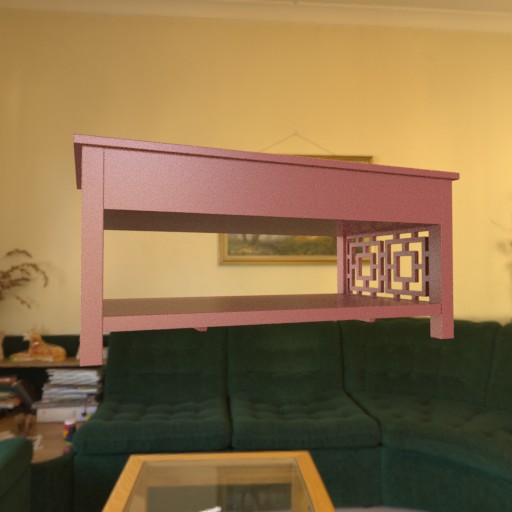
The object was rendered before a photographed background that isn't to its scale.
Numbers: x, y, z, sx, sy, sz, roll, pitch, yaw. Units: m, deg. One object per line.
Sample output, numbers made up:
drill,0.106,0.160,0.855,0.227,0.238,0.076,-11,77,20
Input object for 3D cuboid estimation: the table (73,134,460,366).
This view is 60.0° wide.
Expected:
table,0.000,0.000,1.409,1.068,0.493,0.612,1,-2,-21
